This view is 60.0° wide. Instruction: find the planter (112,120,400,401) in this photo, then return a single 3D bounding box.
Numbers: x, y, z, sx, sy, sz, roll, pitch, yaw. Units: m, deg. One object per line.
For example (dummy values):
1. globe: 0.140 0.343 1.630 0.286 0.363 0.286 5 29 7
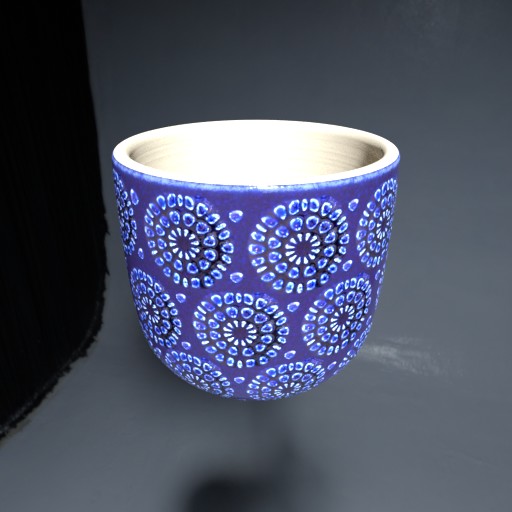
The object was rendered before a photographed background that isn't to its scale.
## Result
1. planter: 0.000 0.000 0.293 0.165 0.149 0.165 0 26 0
